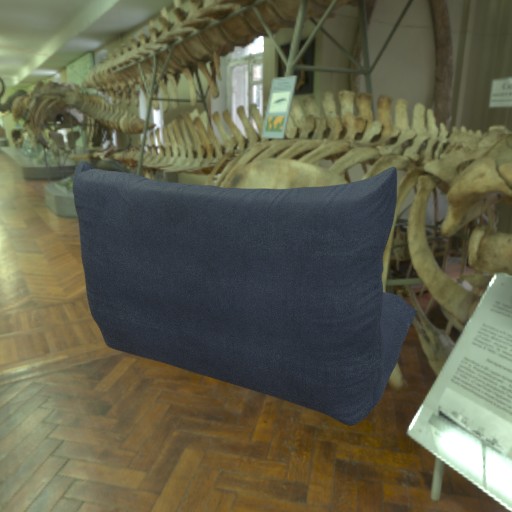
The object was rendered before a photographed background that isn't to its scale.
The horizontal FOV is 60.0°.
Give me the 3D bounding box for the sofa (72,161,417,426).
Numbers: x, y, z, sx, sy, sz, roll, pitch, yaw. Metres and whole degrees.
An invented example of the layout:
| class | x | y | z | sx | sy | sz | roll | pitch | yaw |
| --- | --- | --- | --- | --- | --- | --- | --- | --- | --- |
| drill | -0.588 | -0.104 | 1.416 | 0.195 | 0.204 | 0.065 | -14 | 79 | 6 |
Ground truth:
| class | x | y | z | sx | sy | sz | roll | pitch | yaw |
| --- | --- | --- | --- | --- | --- | --- | --- | --- | --- |
| sofa | 0.000 | 0.000 | 1.711 | 1.122 | 0.778 | 0.849 | 9 | 19 | 26 |
